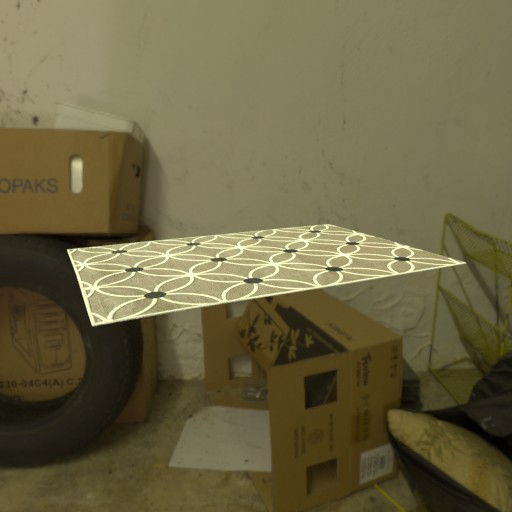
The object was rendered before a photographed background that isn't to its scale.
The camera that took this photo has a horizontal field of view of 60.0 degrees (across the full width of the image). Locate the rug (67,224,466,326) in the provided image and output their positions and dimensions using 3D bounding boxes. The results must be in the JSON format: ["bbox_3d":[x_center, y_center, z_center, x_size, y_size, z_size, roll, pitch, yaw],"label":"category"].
[{"bbox_3d":[0.000,0.000,3.018,2.284,0.008,1.522,-7,16,-25],"label":"rug"}]
